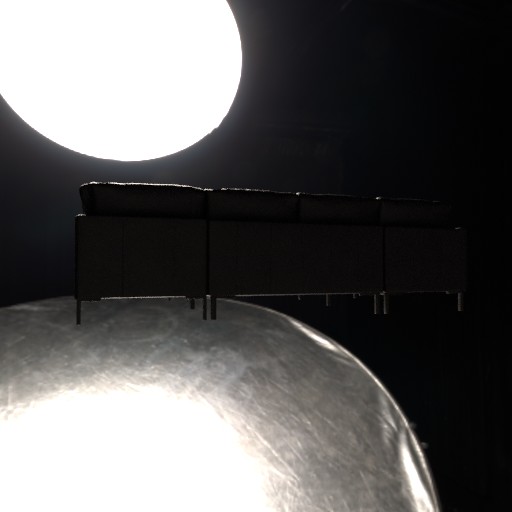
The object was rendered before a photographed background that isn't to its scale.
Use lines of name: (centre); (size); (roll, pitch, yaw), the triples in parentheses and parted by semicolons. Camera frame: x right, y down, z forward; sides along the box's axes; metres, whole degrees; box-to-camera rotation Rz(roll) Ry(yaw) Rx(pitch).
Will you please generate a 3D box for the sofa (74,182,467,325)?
sofa: (0.000, 0.000, 4.004); (2.956, 0.900, 1.939); (1, -2, -18)
